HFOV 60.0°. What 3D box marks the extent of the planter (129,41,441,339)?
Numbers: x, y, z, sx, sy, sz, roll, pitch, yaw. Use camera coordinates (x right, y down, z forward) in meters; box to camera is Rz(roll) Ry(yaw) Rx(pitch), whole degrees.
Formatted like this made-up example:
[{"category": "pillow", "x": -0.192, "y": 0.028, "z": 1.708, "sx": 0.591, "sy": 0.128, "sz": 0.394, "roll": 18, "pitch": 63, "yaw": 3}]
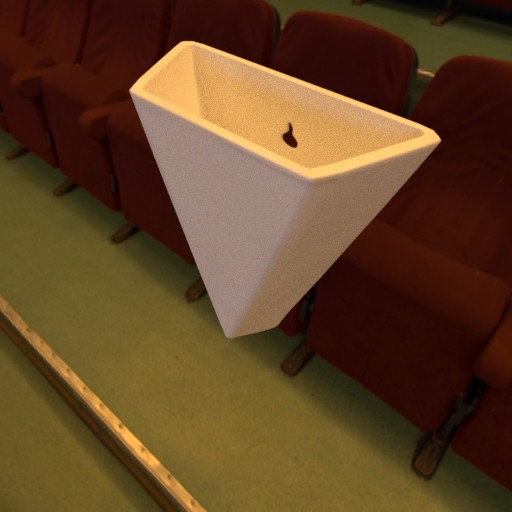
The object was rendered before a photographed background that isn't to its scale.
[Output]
[{"category": "planter", "x": 0.000, "y": 0.000, "z": 0.266, "sx": 0.150, "sy": 0.197, "sz": 0.060, "roll": 32, "pitch": 54, "yaw": 27}]
